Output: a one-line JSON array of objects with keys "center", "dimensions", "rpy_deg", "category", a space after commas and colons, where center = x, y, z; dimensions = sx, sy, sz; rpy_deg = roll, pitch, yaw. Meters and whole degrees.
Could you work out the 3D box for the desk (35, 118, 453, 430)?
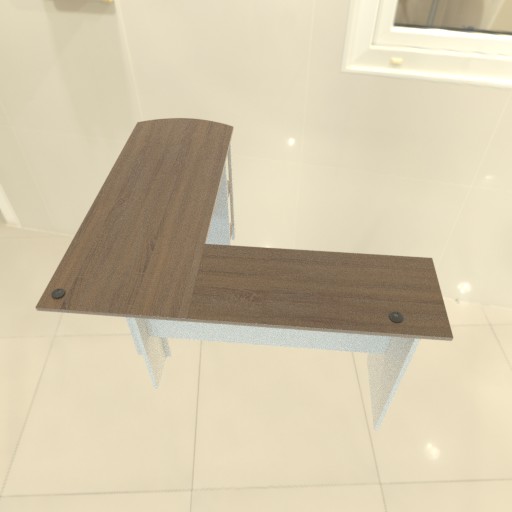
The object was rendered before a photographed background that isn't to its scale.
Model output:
[{"center": [0.000, 0.000, 2.141], "dimensions": [1.361, 0.716, 1.303], "rpy_deg": [4, 46, 4], "category": "desk"}]
